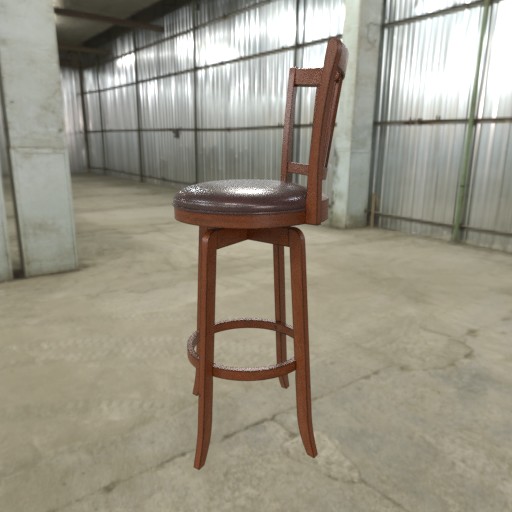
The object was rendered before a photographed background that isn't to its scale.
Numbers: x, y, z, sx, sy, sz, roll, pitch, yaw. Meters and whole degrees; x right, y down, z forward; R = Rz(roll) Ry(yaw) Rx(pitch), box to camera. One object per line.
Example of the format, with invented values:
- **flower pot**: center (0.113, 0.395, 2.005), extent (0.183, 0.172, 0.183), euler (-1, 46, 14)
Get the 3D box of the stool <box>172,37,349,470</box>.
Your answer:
- **stool**: center (0.000, 0.000, 1.393), extent (0.503, 1.177, 0.464), euler (-2, 14, -8)
